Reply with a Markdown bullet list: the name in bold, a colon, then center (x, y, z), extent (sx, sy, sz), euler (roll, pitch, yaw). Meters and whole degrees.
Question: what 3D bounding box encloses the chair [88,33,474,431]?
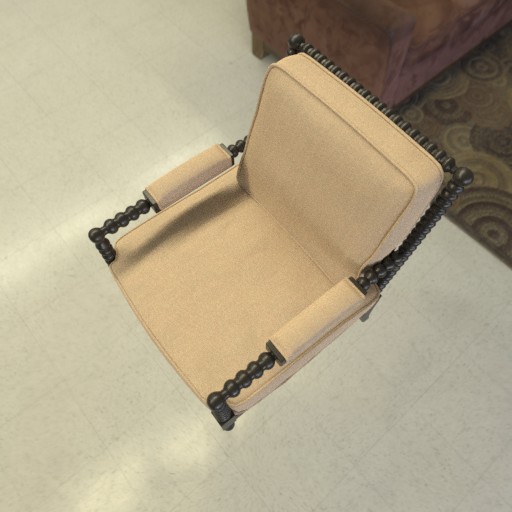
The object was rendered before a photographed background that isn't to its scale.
- **chair**: center (0.000, 0.000, 1.135), extent (0.657, 0.703, 0.555), euler (-35, 68, -16)
